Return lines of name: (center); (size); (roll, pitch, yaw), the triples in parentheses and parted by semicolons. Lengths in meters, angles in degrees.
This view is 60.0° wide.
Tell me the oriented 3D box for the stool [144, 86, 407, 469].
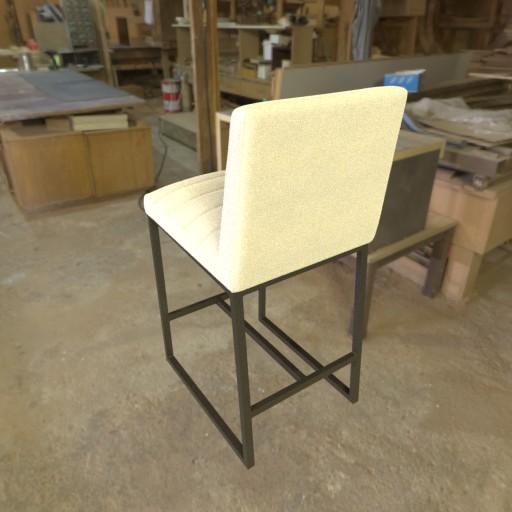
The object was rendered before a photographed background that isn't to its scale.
stool: (0.000, 0.000, 1.295); (0.459, 0.971, 0.567); (-19, 34, -30)
